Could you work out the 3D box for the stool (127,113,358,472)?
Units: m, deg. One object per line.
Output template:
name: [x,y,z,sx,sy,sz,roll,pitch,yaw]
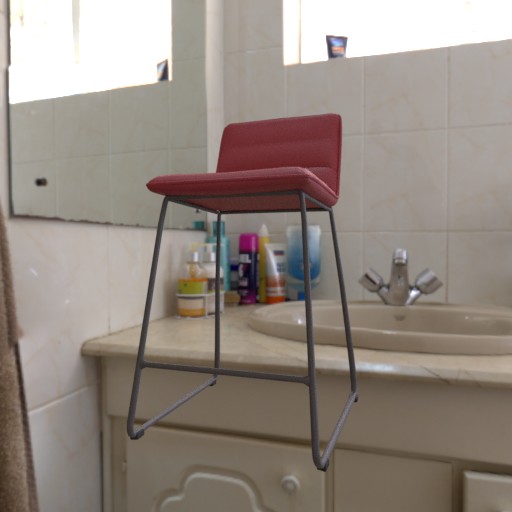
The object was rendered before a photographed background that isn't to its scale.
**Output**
stool: [0.000,0.000,1.188,0.489,0.866,0.524,0,1,19]
